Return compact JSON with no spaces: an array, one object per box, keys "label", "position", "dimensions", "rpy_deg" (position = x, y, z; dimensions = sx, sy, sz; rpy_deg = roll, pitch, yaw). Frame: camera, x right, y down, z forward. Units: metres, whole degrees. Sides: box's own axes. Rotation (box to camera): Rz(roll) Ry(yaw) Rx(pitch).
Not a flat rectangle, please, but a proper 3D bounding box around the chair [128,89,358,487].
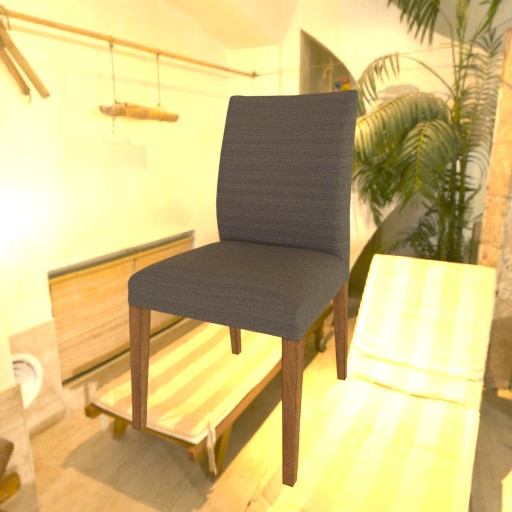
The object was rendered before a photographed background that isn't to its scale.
[{"label":"chair","position":[0.000,0.000,1.292],"dimensions":[0.496,0.940,0.585],"rpy_deg":[7,16,26]}]
